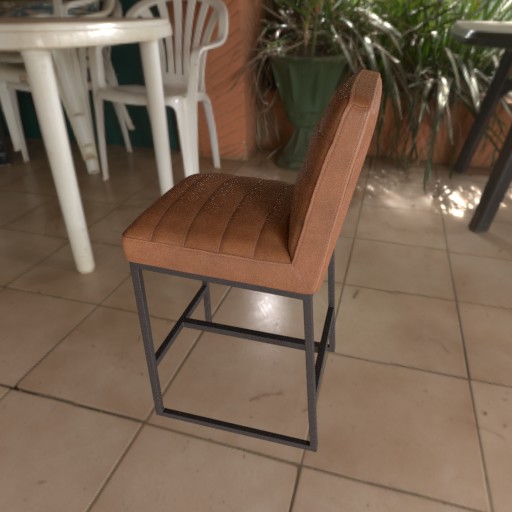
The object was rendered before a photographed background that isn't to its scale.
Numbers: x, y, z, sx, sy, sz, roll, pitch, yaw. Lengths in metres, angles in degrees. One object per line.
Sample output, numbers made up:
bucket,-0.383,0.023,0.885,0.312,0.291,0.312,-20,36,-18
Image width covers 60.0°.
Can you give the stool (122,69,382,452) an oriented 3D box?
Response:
stool,0.000,0.000,1.230,0.556,0.940,0.458,8,31,13
